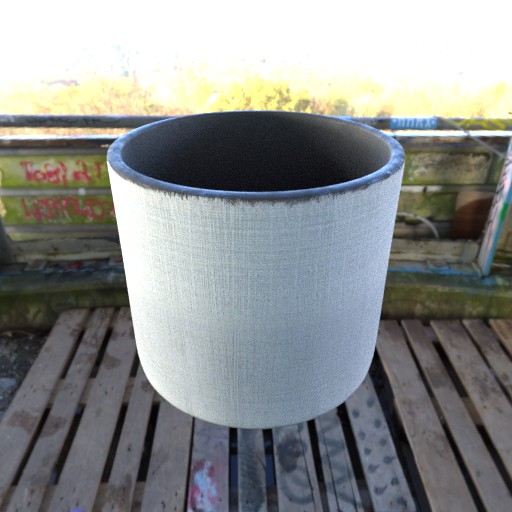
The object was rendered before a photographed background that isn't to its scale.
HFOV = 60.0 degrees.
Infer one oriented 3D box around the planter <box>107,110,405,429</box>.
[{"bbox_3d":[0.000,0.000,0.384,0.221,0.201,0.221,0,30,0],"label":"planter"}]
